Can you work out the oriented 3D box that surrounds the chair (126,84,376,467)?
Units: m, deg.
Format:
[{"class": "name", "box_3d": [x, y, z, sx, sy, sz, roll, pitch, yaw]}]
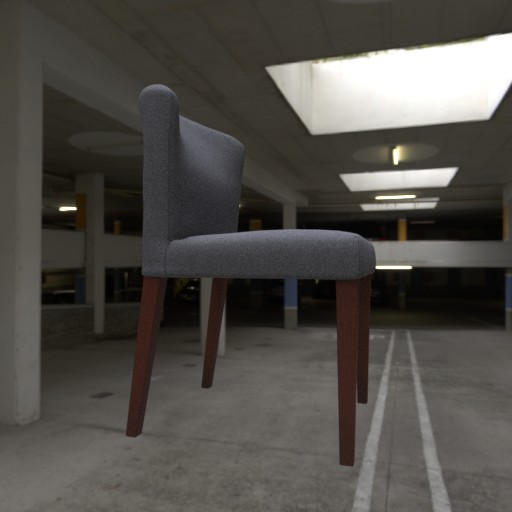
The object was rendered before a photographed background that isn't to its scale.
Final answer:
[{"class": "chair", "box_3d": [0.000, 0.000, 1.166, 0.592, 0.839, 0.491, 0, -1, 18]}]
